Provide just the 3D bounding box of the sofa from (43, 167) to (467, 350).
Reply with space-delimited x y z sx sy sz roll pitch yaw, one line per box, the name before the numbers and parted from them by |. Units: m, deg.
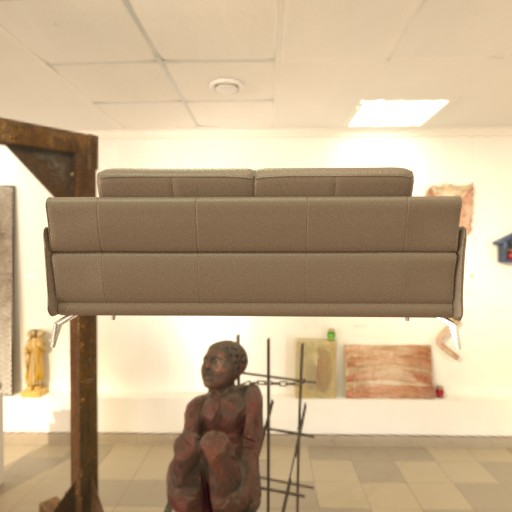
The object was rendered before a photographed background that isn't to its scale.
sofa | 0.000 0.000 2.580 2.101 0.930 1.049 0 1 1
